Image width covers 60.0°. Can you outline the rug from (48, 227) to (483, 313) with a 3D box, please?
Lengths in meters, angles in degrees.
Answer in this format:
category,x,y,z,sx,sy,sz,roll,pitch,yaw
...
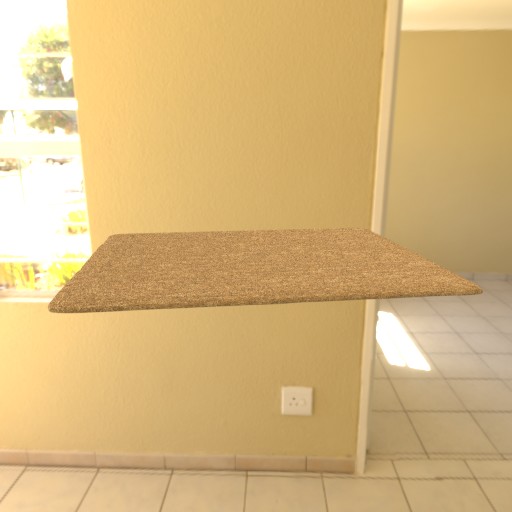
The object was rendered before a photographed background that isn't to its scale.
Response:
category,x,y,z,sx,sy,sz,roll,pitch,yaw
rug,0.000,0.000,3.846,2.873,0.050,2.242,-2,15,-7
